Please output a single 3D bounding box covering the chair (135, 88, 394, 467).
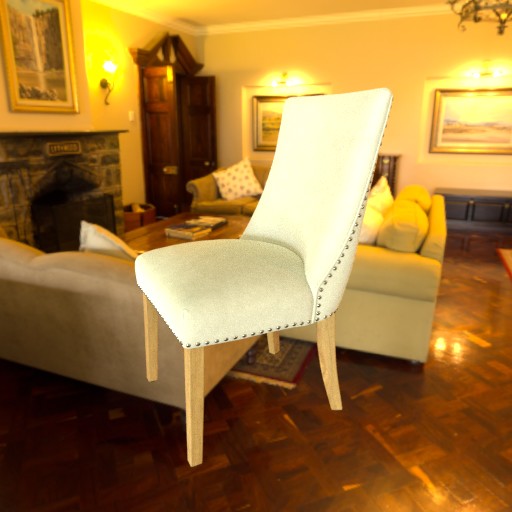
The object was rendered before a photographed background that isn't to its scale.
[{"bbox_3d":[0.000,0.000,1.281,0.610,0.902,0.495,-8,18,-26],"label":"chair"}]
